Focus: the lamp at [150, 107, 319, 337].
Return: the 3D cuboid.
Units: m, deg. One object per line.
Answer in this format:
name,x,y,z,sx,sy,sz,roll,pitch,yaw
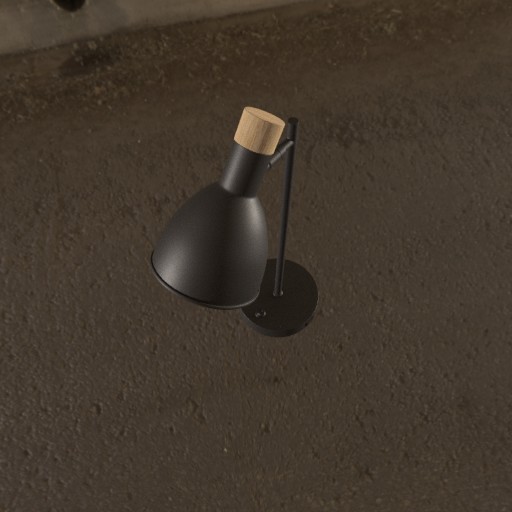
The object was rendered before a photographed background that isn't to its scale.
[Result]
lamp,0.000,0.000,0.607,0.152,0.483,0.287,34,64,19
